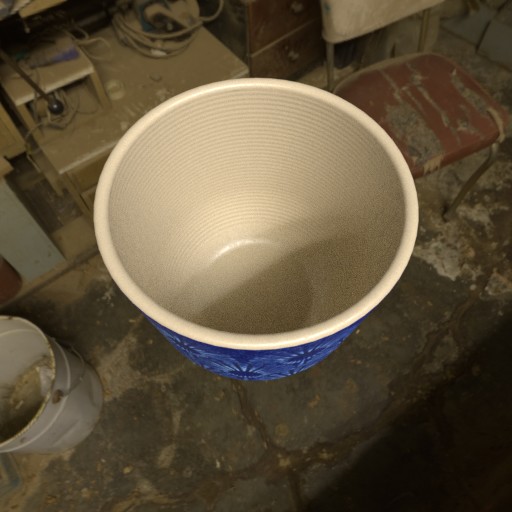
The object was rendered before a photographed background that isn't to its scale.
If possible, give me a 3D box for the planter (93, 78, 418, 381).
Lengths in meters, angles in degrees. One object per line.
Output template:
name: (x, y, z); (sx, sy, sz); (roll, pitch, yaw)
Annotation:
planter: (0.000, 0.000, 0.300); (0.170, 0.153, 0.170); (0, 63, 0)
